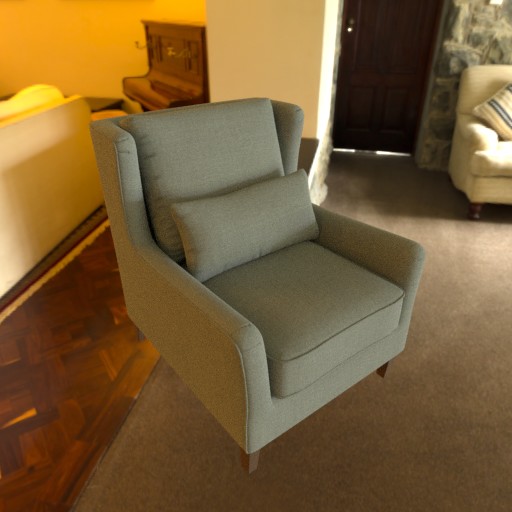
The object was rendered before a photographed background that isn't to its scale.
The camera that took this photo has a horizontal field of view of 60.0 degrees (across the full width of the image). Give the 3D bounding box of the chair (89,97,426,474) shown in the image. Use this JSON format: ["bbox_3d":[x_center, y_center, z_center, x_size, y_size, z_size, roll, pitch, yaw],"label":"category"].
[{"bbox_3d":[0.000,0.000,1.769,0.866,1.056,1.040,-21,36,-32],"label":"chair"}]
